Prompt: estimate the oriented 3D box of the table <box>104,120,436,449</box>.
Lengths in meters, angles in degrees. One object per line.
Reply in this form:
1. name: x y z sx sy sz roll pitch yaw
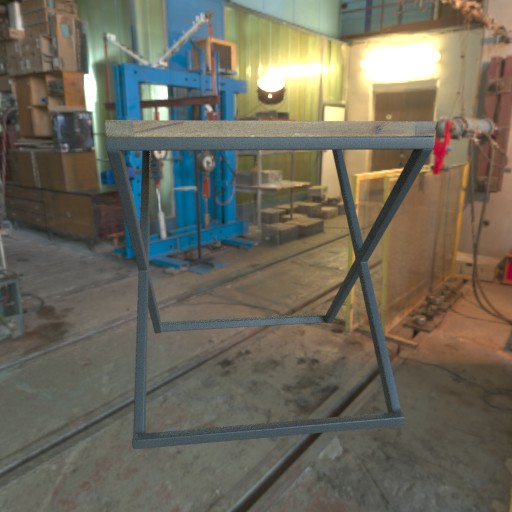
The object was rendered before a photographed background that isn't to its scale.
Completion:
1. table: 0.000 0.000 0.963 0.499 0.550 0.498 -2 16 -7
